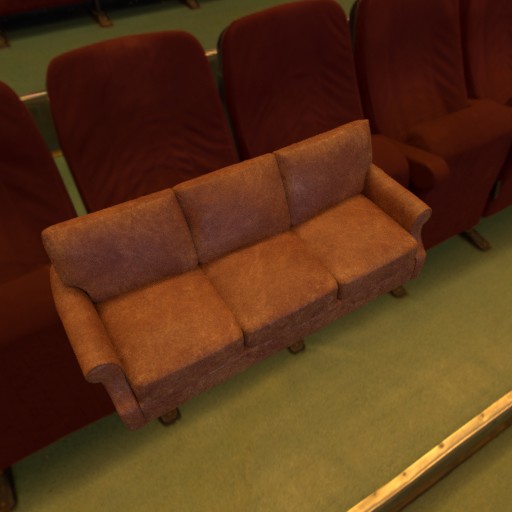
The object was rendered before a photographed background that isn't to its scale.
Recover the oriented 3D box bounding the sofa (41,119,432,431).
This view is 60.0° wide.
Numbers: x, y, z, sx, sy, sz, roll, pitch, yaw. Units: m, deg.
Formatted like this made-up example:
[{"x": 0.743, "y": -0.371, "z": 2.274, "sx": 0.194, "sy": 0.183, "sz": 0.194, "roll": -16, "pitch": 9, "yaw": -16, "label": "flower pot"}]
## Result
[{"x": 0.000, "y": 0.000, "z": 2.801, "sx": 2.351, "sy": 0.977, "sz": 0.973, "roll": -24, "pitch": 51, "yaw": -21, "label": "sofa"}]
